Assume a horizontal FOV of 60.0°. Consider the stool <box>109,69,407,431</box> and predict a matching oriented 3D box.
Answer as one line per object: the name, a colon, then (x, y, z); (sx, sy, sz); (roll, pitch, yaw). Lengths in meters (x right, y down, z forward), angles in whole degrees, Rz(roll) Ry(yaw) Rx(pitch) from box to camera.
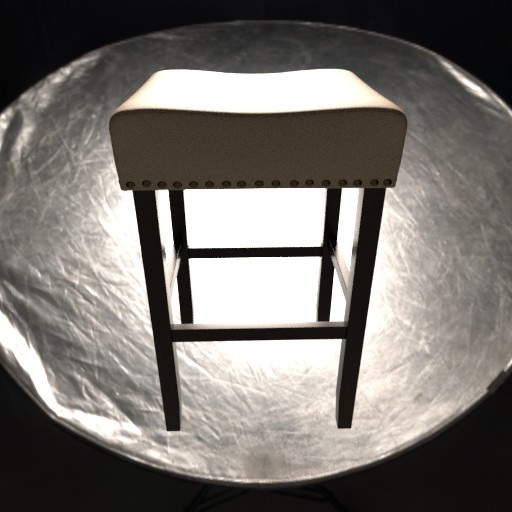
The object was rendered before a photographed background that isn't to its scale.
stool: (0.000, 0.000, 1.035); (0.471, 0.762, 0.401); (-1, 31, -1)
